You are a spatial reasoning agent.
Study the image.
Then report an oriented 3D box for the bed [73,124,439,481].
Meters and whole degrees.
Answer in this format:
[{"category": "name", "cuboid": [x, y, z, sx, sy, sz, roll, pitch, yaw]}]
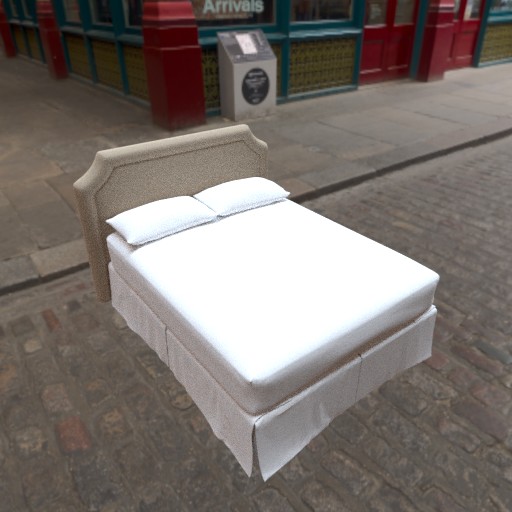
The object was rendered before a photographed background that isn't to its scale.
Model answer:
[{"category": "bed", "cuboid": [0.000, 0.000, 3.263, 1.828, 1.301, 2.204, -21, 37, -31]}]
